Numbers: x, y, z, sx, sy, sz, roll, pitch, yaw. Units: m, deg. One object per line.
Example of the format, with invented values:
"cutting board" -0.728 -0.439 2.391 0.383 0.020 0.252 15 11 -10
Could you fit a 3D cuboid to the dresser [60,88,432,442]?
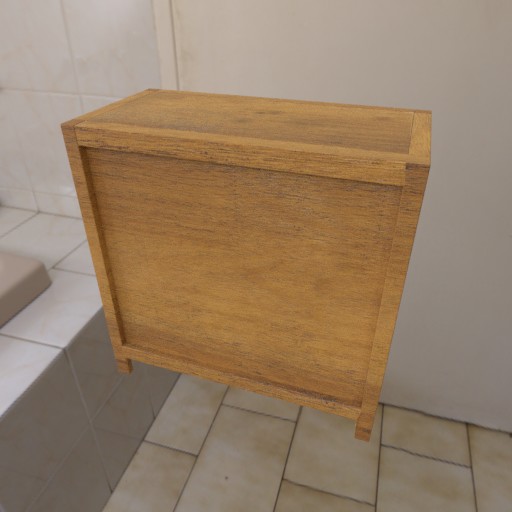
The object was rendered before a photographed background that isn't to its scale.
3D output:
"dresser" 0.000 0.000 1.286 0.804 0.804 0.427 10 34 16
